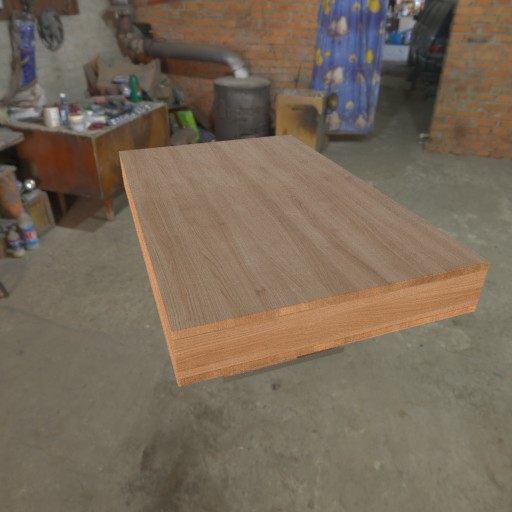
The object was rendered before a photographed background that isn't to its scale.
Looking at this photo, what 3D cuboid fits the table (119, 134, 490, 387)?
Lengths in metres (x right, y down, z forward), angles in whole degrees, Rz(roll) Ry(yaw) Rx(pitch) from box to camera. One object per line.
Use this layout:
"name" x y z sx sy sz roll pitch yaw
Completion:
"table" 0.000 0.000 1.426 0.700 0.440 1.100 -10 32 -17
